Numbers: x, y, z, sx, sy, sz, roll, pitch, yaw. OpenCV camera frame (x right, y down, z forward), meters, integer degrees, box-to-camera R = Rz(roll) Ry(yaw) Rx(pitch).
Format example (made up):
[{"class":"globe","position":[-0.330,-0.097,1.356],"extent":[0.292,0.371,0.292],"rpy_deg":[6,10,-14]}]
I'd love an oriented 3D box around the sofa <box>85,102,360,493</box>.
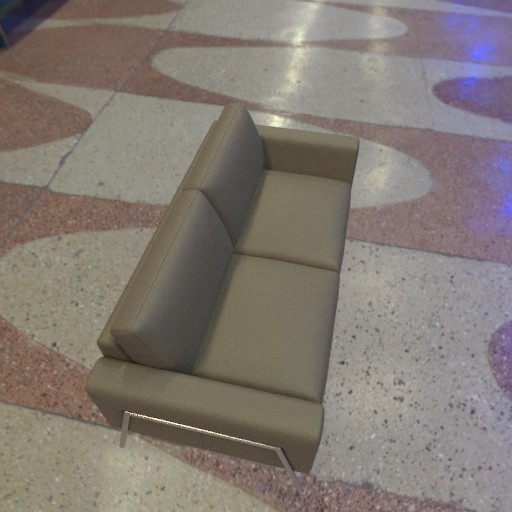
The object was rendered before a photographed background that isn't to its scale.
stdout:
[{"class":"sofa","position":[0.000,0.000,2.452],"extent":[0.953,0.875,2.017],"rpy_deg":[10,49,8]}]
